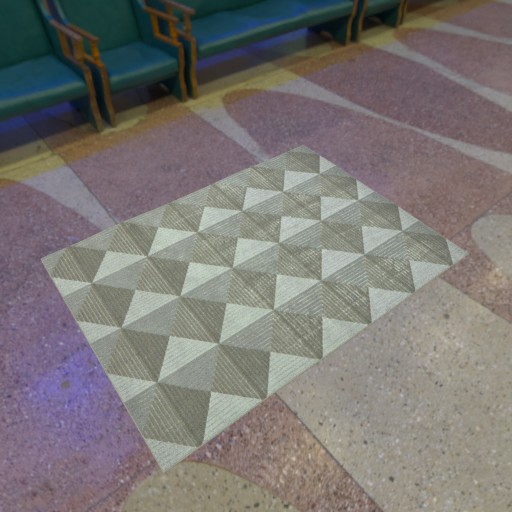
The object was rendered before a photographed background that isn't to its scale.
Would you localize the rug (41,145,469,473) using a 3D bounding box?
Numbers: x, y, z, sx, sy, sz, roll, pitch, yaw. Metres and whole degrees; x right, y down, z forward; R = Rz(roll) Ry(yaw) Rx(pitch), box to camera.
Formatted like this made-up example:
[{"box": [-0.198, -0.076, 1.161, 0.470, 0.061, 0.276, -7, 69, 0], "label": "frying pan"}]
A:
[{"box": [0.000, 0.000, 4.255, 3.333, 0.027, 2.428, -28, 52, -25], "label": "rug"}]
